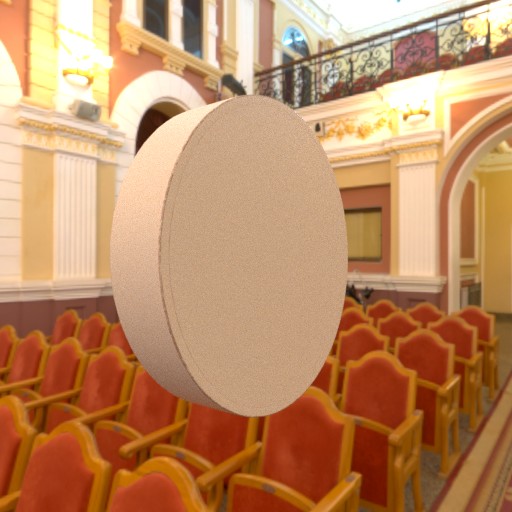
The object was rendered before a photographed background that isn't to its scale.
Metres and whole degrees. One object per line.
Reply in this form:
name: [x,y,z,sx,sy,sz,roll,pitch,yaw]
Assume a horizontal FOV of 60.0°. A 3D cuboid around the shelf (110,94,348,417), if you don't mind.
shelf: [0.000,0.000,1.198,0.158,0.807,0.806,0,-1,37]
